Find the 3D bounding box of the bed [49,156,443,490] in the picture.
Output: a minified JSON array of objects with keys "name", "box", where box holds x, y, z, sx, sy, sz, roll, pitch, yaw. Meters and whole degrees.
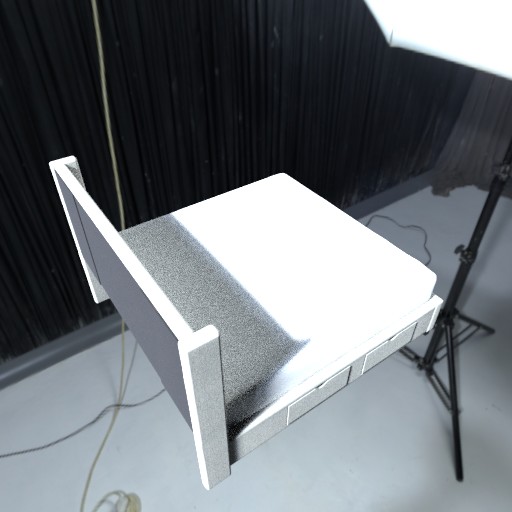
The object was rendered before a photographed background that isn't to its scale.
[{"name":"bed","box":[0.000,0.000,3.599,2.280,1.470,2.140,-24,46,-26]}]
